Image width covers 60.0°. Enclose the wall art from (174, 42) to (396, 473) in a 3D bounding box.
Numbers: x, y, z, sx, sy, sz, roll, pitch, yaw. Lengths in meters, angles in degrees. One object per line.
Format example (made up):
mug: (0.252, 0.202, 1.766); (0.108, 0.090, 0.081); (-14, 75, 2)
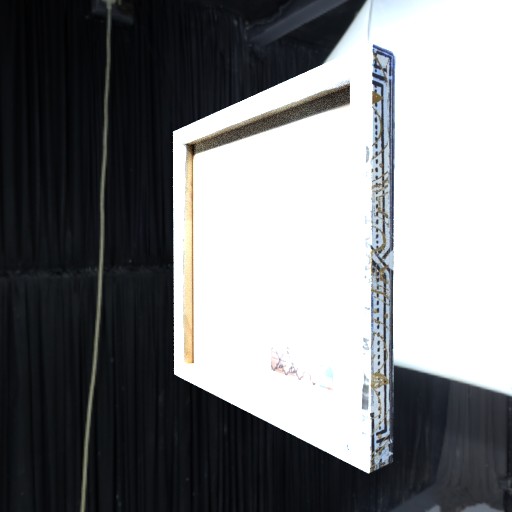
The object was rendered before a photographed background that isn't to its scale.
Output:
wall art: (0.000, 0.000, 0.595); (0.038, 0.410, 0.411); (-1, 2, -37)
